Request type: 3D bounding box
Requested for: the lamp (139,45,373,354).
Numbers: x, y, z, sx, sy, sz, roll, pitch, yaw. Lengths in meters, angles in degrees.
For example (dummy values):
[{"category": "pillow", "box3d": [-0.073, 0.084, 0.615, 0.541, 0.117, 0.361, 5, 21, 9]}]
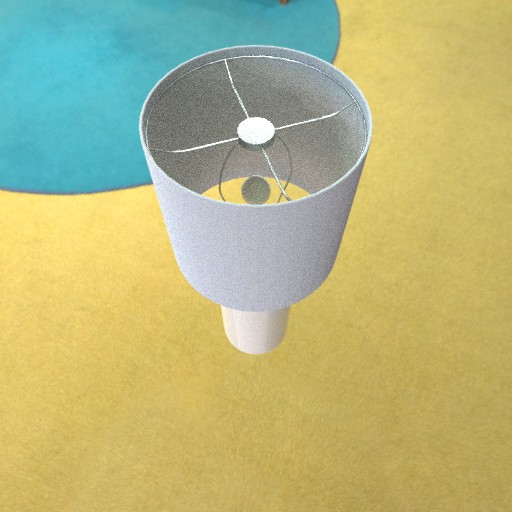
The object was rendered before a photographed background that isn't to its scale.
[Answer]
[{"category": "lamp", "box3d": [0.000, 0.000, 0.614, 0.212, 0.493, 0.212, -16, 60, -10]}]
